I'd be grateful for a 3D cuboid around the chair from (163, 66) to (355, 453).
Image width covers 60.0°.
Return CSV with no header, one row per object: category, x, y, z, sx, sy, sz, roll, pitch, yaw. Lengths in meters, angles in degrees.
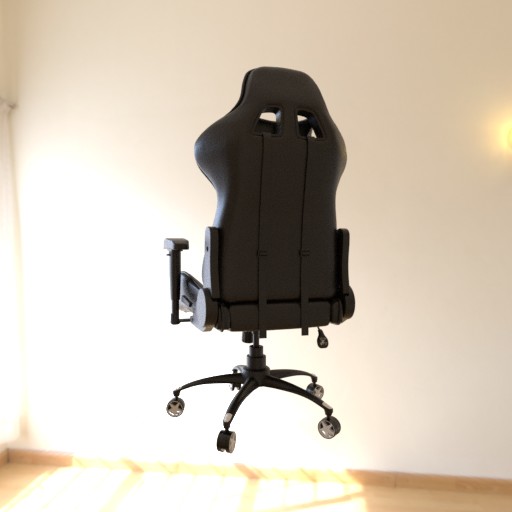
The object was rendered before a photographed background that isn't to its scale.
chair,0.000,0.000,1.768,0.730,1.285,0.695,0,1,-18
